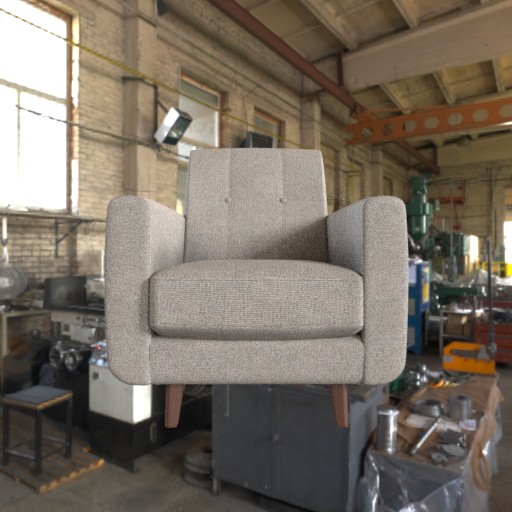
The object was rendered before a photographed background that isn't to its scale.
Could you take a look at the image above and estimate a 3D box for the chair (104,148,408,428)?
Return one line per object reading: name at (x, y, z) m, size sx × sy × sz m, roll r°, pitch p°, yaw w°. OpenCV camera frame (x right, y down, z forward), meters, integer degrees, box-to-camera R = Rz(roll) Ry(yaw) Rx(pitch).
chair at (0.000, 0.000, 1.664) m, size 0.845 × 0.968 × 0.942 m, roll 0°, pitch 0°, yaw 0°
